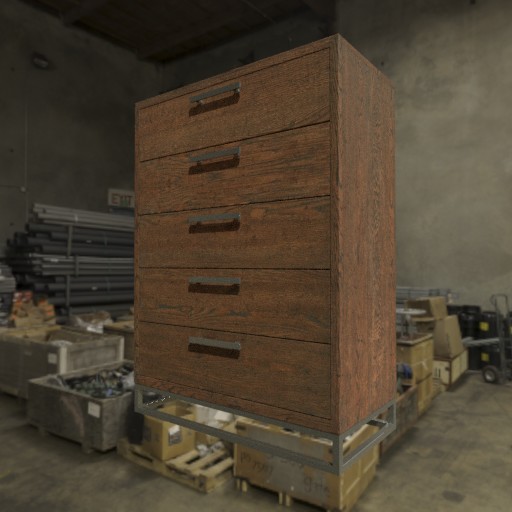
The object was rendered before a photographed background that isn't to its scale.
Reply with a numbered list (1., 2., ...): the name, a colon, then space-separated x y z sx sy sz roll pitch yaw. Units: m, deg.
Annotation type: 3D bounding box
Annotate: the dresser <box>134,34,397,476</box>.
1. dresser: 0.000 0.000 1.792 0.965 1.321 0.508 -1 -1 37
